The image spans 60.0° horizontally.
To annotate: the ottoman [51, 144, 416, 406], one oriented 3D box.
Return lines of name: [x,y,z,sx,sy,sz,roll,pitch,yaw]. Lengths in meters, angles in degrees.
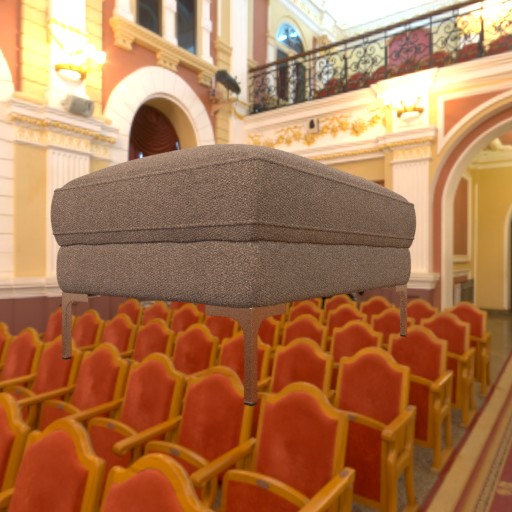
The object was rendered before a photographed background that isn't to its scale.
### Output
ottoman: [0.000,0.000,1.141,0.583,0.464,0.785,0,0,36]
